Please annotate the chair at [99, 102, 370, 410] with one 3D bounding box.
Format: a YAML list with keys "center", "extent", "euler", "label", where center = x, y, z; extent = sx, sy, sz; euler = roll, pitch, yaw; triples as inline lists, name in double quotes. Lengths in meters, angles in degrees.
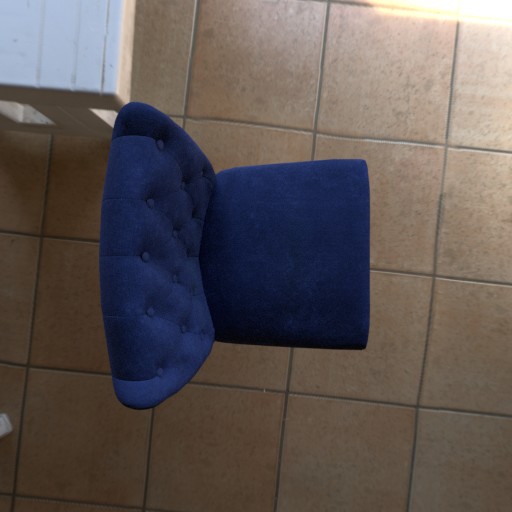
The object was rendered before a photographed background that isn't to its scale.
- center: [0.000, 0.000, 1.196]
  extent: [0.606, 0.753, 0.585]
  euler: [0, 90, 0]
  label: "chair"
